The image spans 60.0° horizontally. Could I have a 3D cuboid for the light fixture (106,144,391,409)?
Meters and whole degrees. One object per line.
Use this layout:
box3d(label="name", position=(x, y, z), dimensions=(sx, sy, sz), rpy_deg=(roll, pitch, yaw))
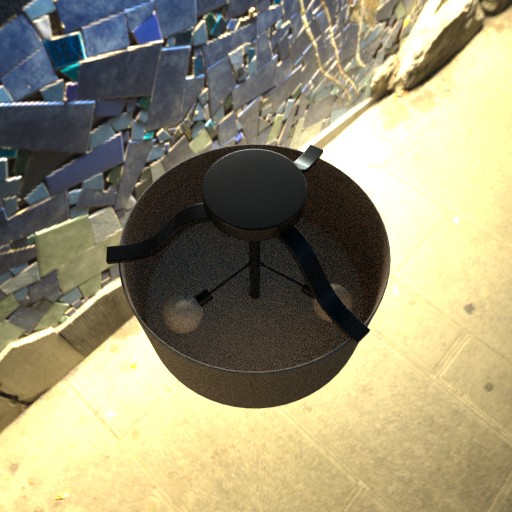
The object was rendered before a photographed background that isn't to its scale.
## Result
box3d(label="light fixture", position=(0.000, 0.000, 0.657), dimensions=(0.390, 0.306, 0.390), rpy_deg=(0, 58, 0))
